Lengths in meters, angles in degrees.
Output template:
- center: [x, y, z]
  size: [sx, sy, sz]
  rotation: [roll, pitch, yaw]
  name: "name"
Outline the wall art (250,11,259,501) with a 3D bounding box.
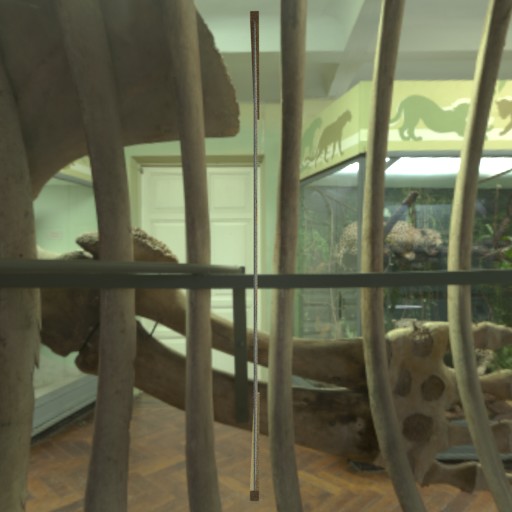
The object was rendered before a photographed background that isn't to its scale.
- center: [0.000, 0.000, 1.886]
  size: [0.028, 1.533, 0.999]
  rotation: [0, 0, 1]
  name: "wall art"
